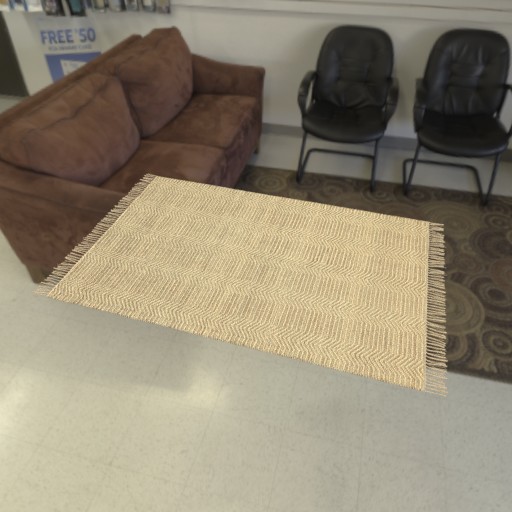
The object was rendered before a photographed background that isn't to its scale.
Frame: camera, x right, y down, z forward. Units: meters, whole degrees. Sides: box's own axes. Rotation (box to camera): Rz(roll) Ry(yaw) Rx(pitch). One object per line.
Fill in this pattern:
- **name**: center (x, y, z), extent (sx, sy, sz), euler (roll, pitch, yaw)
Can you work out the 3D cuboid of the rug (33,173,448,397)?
- **rug**: center (0.000, 0.000, 3.076), extent (2.523, 0.034, 1.528), euler (11, 42, 13)
